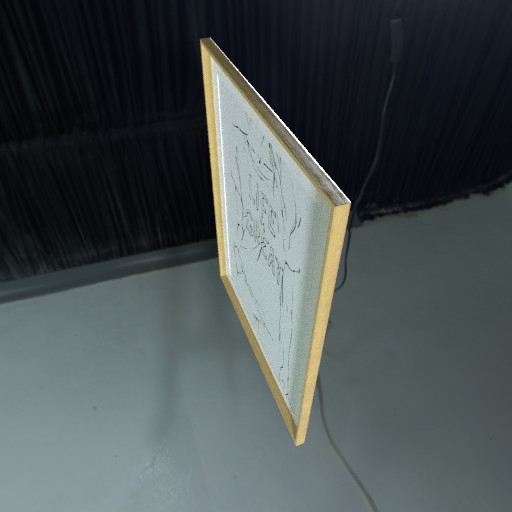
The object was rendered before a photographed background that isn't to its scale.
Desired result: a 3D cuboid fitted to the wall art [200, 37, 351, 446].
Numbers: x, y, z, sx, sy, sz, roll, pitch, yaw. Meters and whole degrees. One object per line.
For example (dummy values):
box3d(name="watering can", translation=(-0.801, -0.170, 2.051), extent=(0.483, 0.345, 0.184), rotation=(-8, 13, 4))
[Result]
box3d(name="wall art", translation=(0.000, 0.000, 1.352), extent=(0.030, 1.002, 0.798), rotation=(-15, 48, -15))
